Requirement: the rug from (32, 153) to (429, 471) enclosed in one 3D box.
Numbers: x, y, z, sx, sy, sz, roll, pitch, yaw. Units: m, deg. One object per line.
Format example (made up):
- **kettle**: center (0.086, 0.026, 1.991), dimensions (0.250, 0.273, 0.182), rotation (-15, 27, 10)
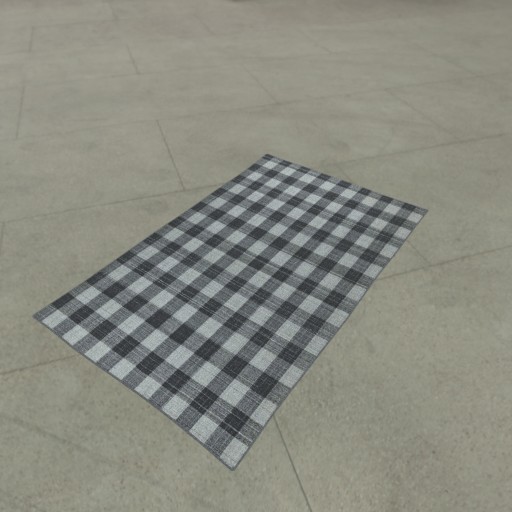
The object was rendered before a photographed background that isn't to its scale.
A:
- **rug**: center (0.000, 0.000, 3.065), dimensions (1.554, 0.011, 2.476), rotation (26, 47, 26)
